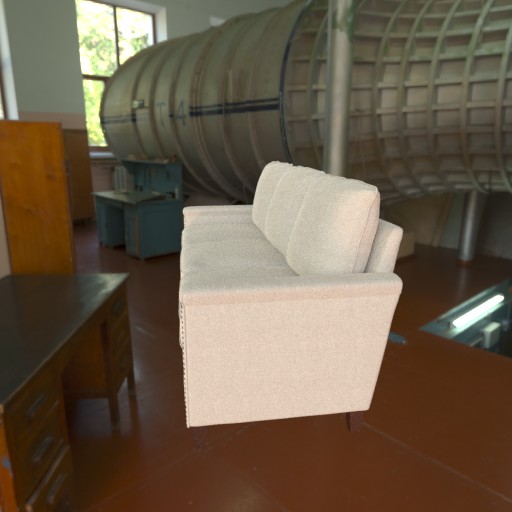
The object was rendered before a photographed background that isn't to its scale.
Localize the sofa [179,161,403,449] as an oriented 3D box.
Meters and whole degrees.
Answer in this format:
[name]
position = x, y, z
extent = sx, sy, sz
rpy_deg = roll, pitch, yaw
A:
[sofa]
position = 0.000, 0.000, 2.444
extent = 0.828, 0.961, 1.925
rpy_deg = -2, 15, -8
